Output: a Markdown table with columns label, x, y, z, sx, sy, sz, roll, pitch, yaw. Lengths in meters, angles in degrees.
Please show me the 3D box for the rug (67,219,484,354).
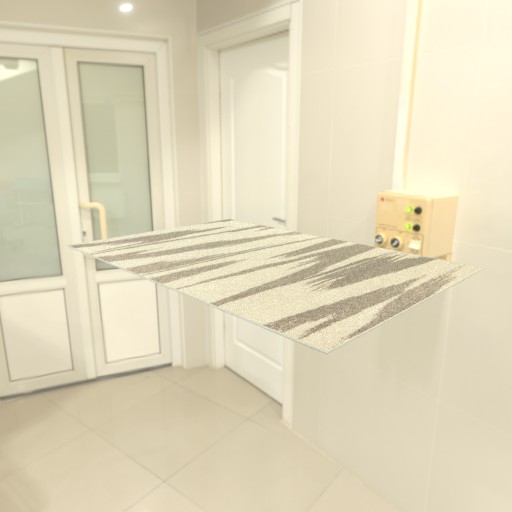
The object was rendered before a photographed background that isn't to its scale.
| label | x | y | z | sx | sy | sz | roll | pitch | yaw |
| --- | --- | --- | --- | --- | --- | --- | --- | --- | --- |
| rug | 0.000 | 0.000 | 2.296 | 1.225 | 0.008 | 1.827 | -14 | 20 | -43 |
